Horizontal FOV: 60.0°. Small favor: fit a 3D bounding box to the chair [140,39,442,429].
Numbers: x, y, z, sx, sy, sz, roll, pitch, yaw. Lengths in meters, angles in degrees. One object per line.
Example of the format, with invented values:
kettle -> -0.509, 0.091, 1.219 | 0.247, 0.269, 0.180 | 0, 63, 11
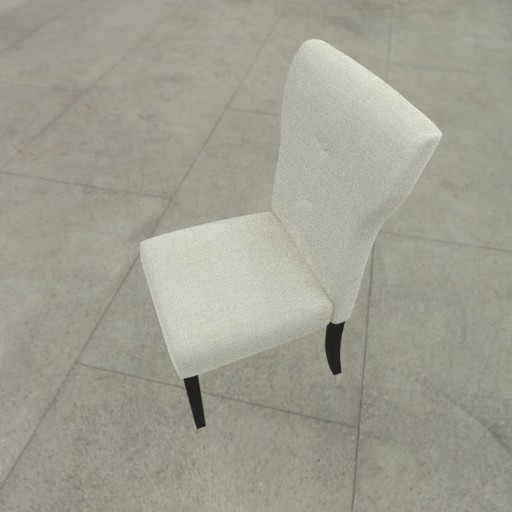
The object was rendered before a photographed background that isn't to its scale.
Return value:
chair -> 0.000, 0.000, 1.231 | 0.597, 0.921, 0.509 | -16, 48, -15
